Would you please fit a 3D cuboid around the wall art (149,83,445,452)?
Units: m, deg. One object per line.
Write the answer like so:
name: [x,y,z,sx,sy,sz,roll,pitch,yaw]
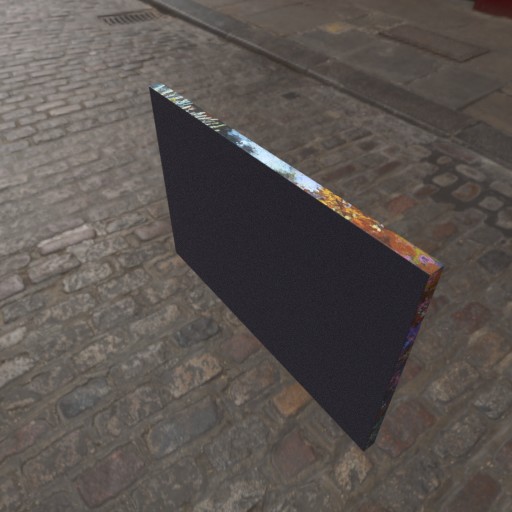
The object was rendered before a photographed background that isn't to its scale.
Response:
wall art: [0.000,0.000,1.142,0.037,0.604,0.908,-27,49,-27]
